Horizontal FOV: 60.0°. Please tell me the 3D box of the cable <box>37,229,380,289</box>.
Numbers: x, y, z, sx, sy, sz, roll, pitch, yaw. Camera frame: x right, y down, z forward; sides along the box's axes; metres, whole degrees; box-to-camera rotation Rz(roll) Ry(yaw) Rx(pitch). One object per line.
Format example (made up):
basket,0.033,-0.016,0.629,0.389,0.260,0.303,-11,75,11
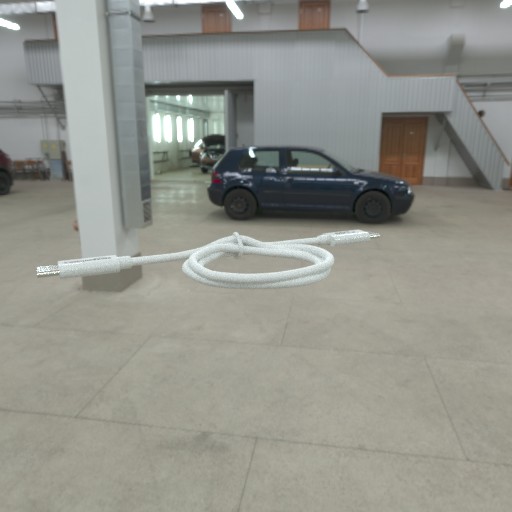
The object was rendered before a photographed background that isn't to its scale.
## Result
cable,0.000,0.000,0.208,0.186,0.014,0.070,-7,16,-25
